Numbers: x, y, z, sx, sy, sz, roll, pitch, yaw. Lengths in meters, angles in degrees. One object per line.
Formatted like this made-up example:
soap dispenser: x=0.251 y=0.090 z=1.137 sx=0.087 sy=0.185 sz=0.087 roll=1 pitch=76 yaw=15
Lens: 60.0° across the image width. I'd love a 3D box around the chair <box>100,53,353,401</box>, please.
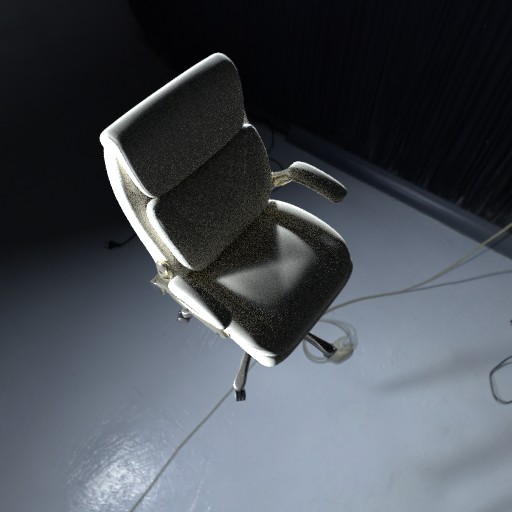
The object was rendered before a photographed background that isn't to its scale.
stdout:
chair: x=0.000 y=0.000 z=1.646 sx=0.794 sy=1.110 sz=0.740 roll=31 pitch=63 yaw=18
